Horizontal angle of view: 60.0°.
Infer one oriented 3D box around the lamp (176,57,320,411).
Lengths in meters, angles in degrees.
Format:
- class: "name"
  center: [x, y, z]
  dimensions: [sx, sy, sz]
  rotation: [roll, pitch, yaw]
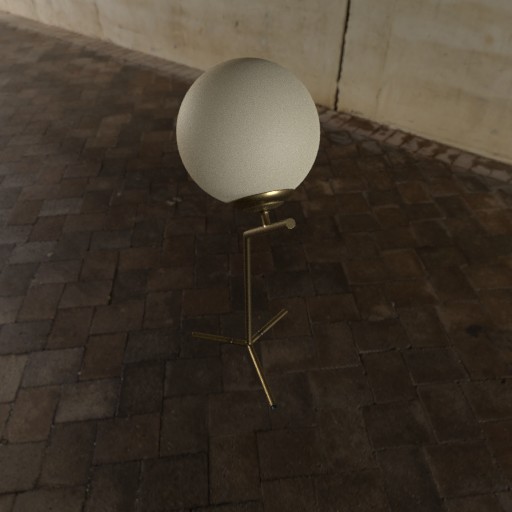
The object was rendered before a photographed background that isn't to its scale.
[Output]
- class: "lamp"
  center: [0.000, 0.000, 0.678]
  dimensions: [0.210, 0.552, 0.251]
  rotation: [-12, 42, -14]
